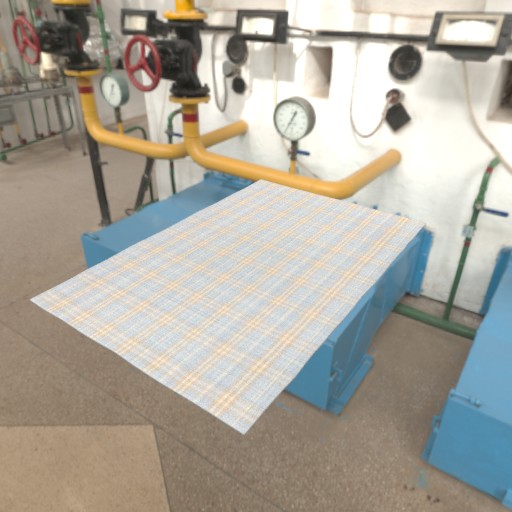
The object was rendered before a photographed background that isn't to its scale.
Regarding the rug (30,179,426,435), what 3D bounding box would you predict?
[{"bbox_3d":[0.000,0.000,2.346,1.231,0.012,1.835,20,36,30],"label":"rug"}]
